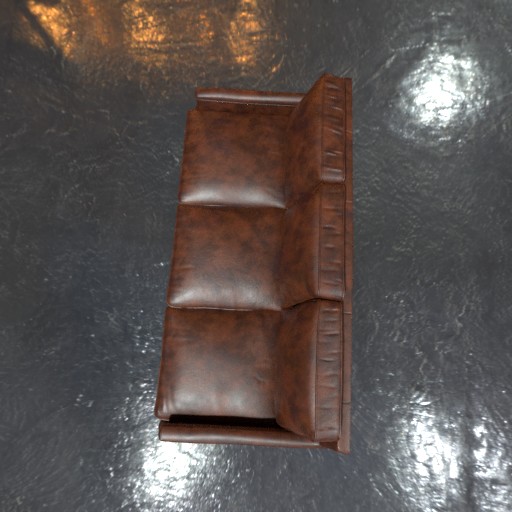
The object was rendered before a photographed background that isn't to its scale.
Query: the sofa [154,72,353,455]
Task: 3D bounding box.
[{"bbox_3d":[0.000,0.000,2.808,1.084,1.003,2.240,3,76,1],"label":"sofa"}]
